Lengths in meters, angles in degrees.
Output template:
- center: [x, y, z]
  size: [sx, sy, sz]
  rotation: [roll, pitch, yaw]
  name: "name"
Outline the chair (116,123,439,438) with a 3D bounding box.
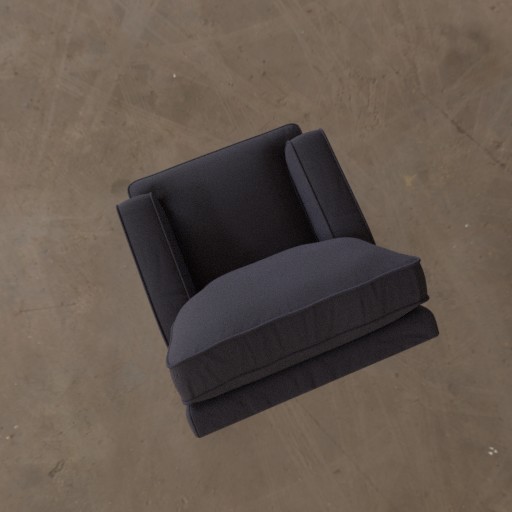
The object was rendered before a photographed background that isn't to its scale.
- center: [0.000, 0.000, 1.662]
  size: [0.861, 0.962, 0.964]
  rotation: [-22, 78, -5]
  name: "chair"
